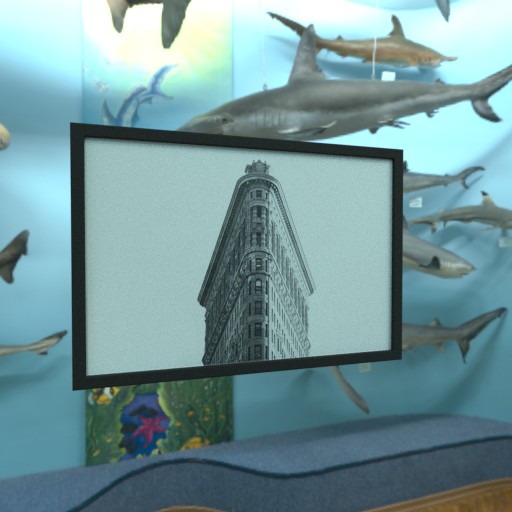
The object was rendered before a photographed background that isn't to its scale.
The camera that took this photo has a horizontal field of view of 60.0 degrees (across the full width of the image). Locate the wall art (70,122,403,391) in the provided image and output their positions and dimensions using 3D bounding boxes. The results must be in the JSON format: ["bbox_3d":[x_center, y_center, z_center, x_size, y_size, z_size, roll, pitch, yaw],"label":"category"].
[{"bbox_3d":[0.000,0.000,1.244,0.958,0.656,0.026,0,1,-18],"label":"wall art"}]
